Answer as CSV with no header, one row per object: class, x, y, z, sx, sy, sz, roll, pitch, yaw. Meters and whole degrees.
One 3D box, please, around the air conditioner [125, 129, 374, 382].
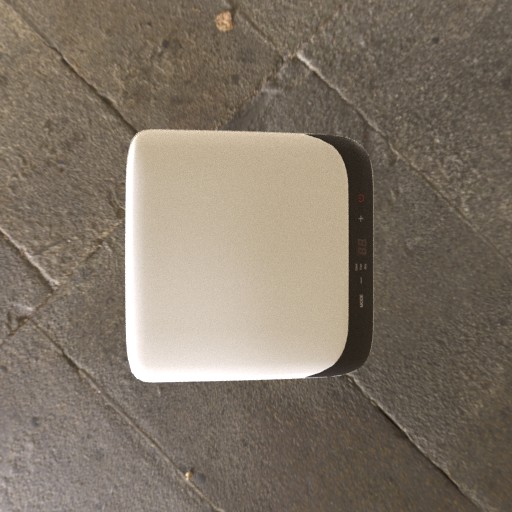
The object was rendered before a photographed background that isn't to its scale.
air conditioner,0.000,0.000,0.958,0.369,0.716,0.352,0,90,0
